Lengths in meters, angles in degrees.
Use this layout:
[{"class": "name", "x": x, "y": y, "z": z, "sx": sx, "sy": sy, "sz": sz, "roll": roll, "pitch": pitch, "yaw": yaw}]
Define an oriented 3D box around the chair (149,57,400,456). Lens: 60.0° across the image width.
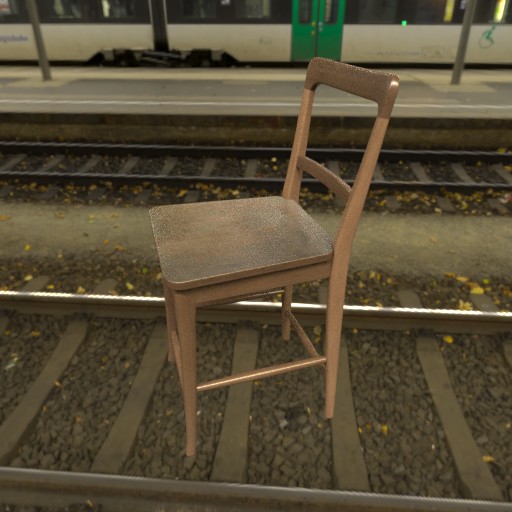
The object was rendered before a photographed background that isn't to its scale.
[{"class": "chair", "x": 0.000, "y": 0.000, "z": 1.259, "sx": 0.546, "sy": 0.991, "sz": 0.450, "roll": -8, "pitch": 30, "yaw": -15}]
